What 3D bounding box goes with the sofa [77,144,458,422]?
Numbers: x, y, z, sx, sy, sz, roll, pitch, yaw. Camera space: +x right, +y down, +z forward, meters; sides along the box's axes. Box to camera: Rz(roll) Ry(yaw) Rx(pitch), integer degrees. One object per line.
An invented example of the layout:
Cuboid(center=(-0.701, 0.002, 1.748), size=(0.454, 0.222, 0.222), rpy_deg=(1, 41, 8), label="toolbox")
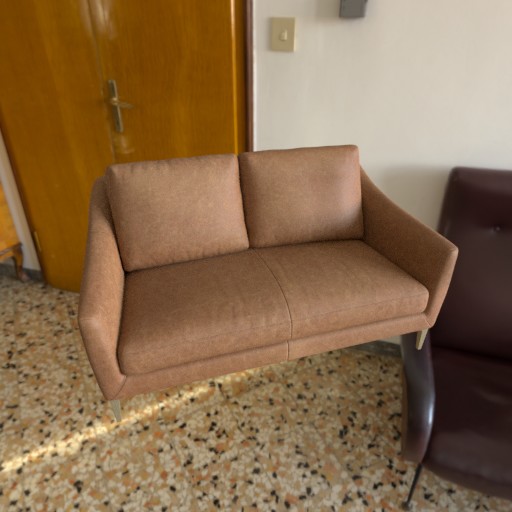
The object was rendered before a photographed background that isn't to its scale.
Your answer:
Cuboid(center=(0.000, 0.000, 2.213), size=(1.619, 0.902, 0.960), rpy_deg=(-9, 32, -15), label="sofa")
